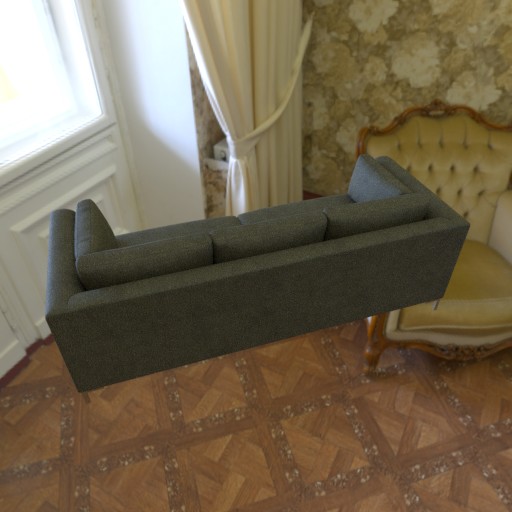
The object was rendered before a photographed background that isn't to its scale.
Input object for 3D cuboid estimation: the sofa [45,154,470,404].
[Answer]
[{"bbox_3d":[0.000,0.000,2.925,2.415,0.867,0.969,-12,41,-14],"label":"sofa"}]
